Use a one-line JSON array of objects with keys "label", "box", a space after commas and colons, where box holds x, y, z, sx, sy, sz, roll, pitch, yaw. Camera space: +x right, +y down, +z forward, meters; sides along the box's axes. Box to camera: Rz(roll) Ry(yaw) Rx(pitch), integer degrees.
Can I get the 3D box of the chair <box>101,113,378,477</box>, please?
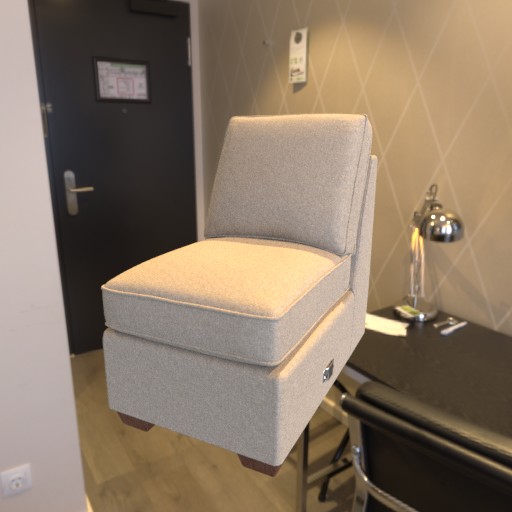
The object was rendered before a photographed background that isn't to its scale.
[{"label": "chair", "box": [0.000, 0.000, 1.683, 0.674, 1.058, 1.020, 7, 17, 26]}]
